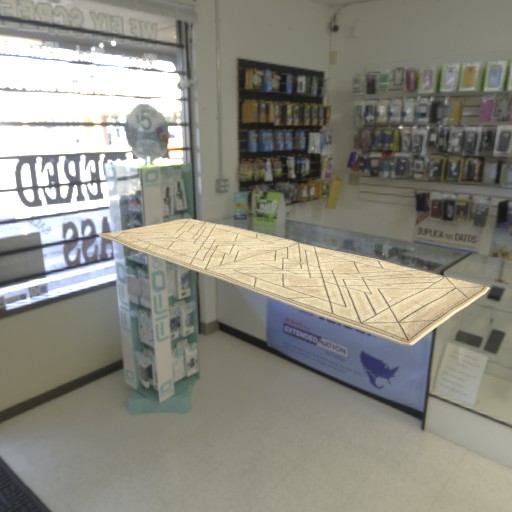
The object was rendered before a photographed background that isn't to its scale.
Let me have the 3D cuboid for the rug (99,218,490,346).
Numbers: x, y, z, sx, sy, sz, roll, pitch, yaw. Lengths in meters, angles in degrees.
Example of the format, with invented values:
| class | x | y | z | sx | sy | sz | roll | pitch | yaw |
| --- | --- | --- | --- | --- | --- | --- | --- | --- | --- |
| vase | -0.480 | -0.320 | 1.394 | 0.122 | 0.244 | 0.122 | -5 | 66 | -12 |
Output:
| class | x | y | z | sx | sy | sz | roll | pitch | yaw |
| --- | --- | --- | --- | --- | --- | --- | --- | --- | --- |
| rug | 0.000 | 0.000 | 2.664 | 2.381 | 0.036 | 0.831 | 16 | 22 | 43 |
